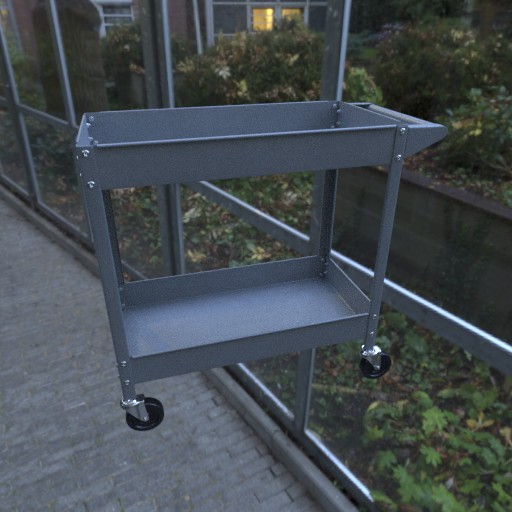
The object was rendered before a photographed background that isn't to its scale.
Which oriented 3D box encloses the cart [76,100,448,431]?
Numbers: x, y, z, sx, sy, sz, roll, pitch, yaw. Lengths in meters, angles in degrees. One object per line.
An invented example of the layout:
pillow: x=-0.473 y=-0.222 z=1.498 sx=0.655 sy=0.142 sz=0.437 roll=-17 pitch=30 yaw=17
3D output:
cart: x=0.000 y=0.000 z=1.179 sx=0.779 sy=0.719 sz=0.366 roll=-8 pitch=29 yaw=-15
